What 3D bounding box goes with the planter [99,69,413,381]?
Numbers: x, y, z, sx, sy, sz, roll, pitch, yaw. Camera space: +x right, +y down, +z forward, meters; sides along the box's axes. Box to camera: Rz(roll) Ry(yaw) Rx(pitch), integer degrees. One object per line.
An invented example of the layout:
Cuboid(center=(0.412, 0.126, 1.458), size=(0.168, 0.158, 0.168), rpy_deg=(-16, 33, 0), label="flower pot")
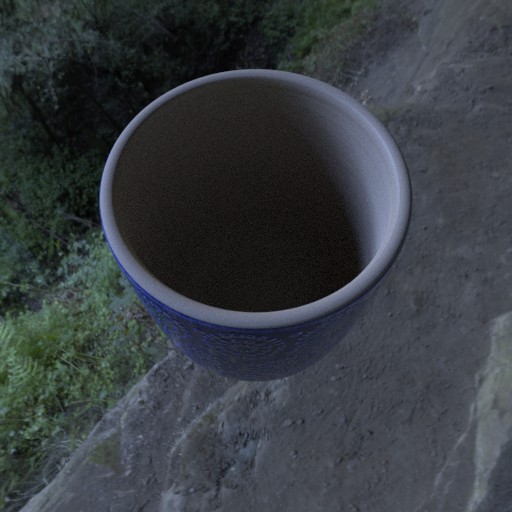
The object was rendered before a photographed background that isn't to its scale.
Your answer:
Cuboid(center=(0.000, 0.000, 0.349), size=(0.184, 0.206, 0.184), rpy_deg=(0, 64, 0), label="planter")
